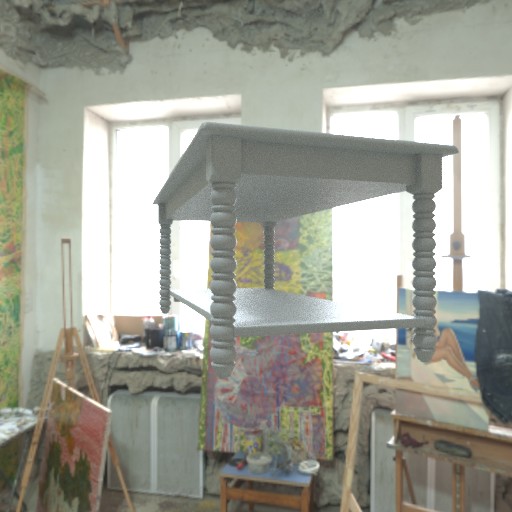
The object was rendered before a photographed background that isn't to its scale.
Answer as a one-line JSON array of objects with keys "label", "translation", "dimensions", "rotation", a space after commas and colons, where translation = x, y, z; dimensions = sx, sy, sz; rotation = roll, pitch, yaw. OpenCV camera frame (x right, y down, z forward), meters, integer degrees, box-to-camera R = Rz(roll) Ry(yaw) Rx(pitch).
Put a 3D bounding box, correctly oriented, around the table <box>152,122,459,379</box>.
[{"label": "table", "translation": [0.000, 0.000, 1.449], "dimensions": [0.580, 0.487, 1.171], "rotation": [0, 0, -18]}]
